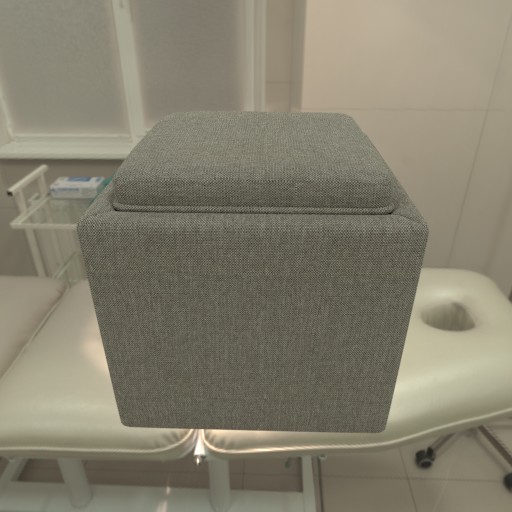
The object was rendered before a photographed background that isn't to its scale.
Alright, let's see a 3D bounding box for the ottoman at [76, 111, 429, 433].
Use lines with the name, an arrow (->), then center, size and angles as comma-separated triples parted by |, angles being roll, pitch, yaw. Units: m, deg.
ottoman -> 0.000, 0.000, 0.826 | 0.450, 0.460, 0.450 | 1, 30, 1
